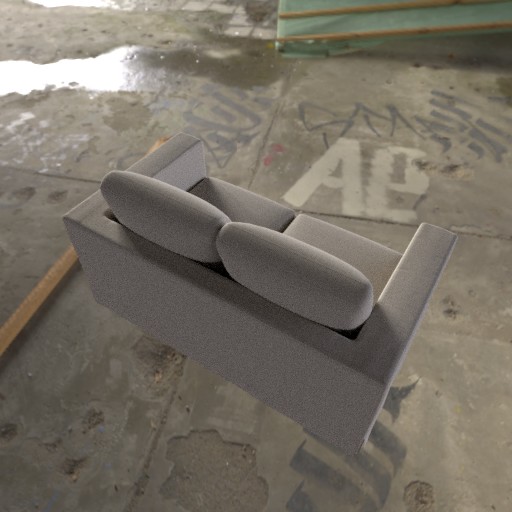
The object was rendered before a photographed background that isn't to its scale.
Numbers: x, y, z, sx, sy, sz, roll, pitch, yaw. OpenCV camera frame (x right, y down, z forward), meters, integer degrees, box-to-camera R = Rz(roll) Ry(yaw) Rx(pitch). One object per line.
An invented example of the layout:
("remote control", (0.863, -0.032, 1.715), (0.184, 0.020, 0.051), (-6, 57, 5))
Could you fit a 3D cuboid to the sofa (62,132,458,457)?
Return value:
("sofa", (0.000, 0.000, 2.414), (1.813, 0.932, 1.009), (25, 52, 22))
